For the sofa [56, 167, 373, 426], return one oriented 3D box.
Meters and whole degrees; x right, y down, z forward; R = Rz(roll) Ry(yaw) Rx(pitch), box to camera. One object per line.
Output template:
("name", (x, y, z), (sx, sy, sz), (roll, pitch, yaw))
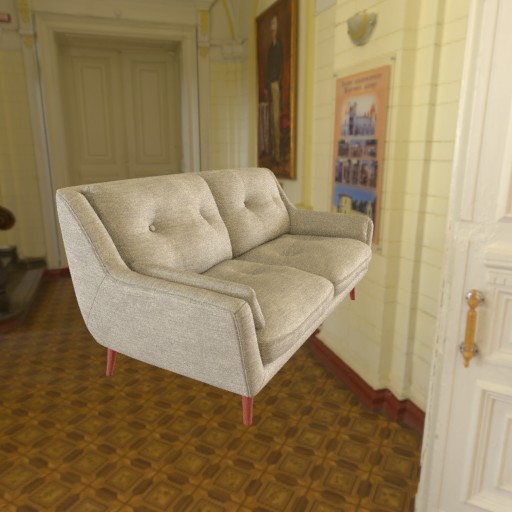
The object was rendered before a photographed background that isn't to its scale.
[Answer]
("sofa", (0.000, 0.000, 2.442), (0.976, 0.897, 1.930), (7, 16, 26))
